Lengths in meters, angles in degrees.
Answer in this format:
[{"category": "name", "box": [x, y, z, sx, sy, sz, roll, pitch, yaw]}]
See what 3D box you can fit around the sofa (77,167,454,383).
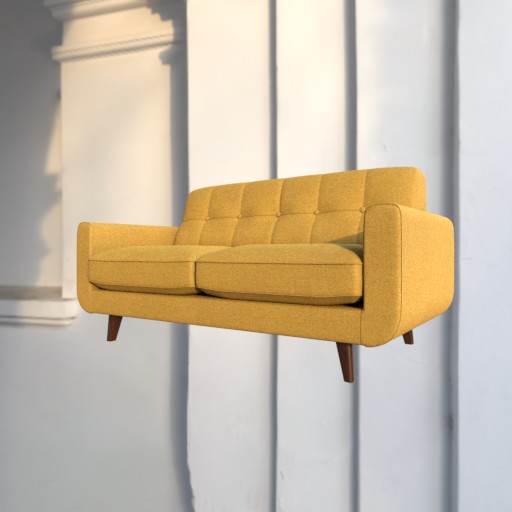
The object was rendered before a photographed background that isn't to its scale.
[{"category": "sofa", "box": [0.000, 0.000, 2.147, 1.631, 0.841, 0.909, 0, 0, 34]}]
